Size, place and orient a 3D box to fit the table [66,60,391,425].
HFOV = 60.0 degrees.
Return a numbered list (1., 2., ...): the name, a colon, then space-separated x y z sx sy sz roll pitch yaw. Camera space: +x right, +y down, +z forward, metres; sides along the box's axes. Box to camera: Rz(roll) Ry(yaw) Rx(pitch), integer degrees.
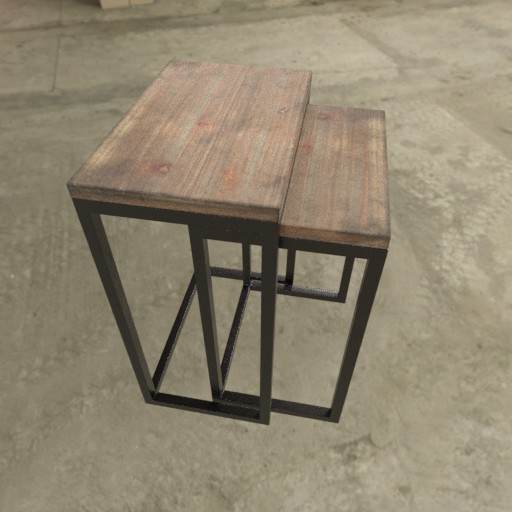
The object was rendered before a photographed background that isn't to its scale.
1. table: 0.000 0.000 0.937 0.460 0.615 0.456 9 45 9
